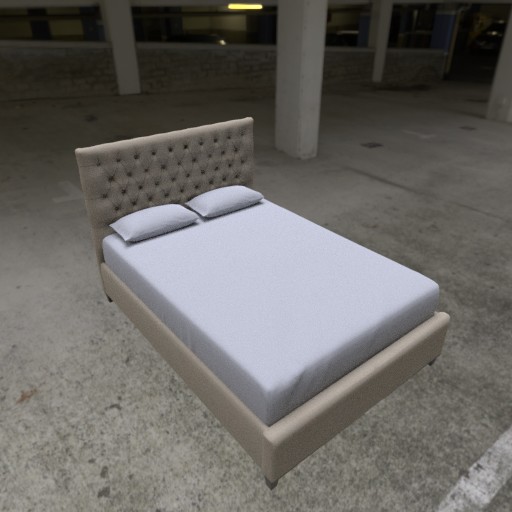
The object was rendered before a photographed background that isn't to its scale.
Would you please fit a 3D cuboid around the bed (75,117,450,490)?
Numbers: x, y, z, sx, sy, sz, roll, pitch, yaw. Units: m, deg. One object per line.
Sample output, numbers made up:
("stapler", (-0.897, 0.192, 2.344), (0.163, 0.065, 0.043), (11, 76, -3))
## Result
("bed", (0.000, 0.000, 3.371), (1.698, 1.427, 2.387), (-22, 37, -32))
